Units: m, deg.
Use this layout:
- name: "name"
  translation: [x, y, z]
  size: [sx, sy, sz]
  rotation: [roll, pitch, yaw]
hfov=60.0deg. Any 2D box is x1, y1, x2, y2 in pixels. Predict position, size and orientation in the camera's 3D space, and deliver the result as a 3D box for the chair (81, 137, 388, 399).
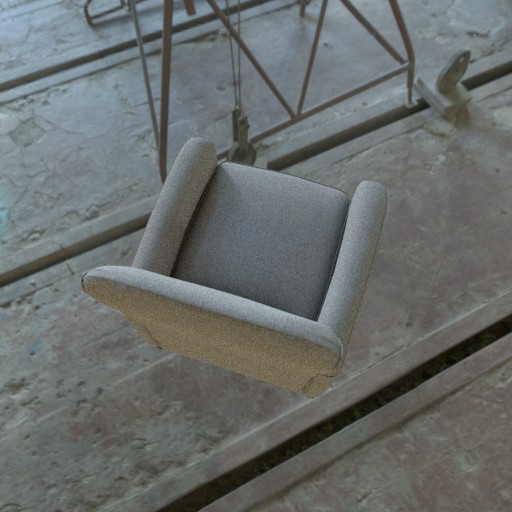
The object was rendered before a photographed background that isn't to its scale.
- name: "chair"
  translation: [0.000, 0.000, 1.657]
  size: [0.848, 1.014, 0.864]
  rotation: [16, 65, 8]
